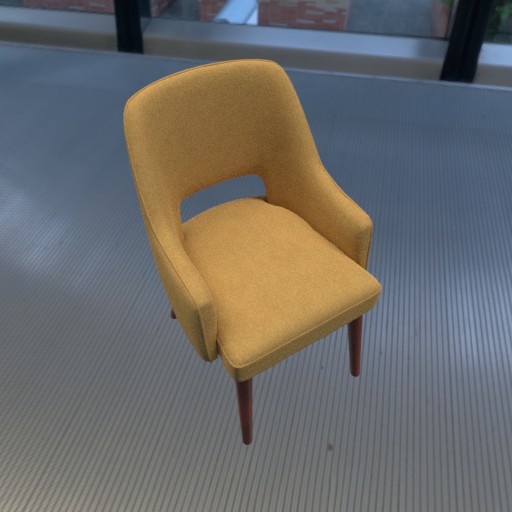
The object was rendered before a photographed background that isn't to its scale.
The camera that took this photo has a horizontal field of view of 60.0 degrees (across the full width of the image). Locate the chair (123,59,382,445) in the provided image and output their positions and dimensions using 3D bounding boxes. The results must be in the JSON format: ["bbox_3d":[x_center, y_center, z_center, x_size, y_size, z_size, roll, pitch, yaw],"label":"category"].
[{"bbox_3d":[0.000,0.000,1.247,0.548,0.849,0.605,-24,52,-21],"label":"chair"}]
